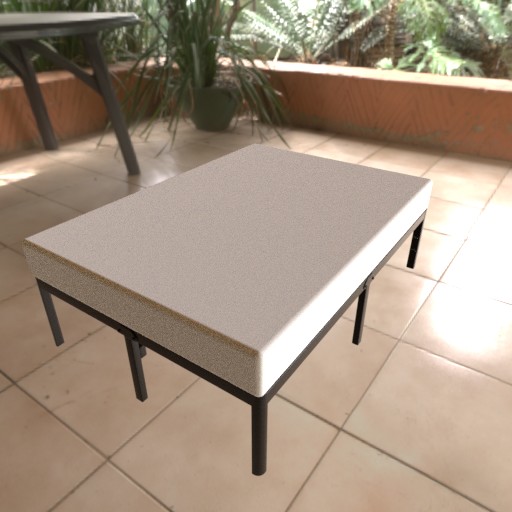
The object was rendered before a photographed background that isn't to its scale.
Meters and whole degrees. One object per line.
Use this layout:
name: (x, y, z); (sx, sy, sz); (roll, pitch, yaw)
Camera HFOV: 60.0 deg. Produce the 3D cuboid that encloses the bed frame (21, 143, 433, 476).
bed frame: (0.000, 0.000, 2.628); (1.408, 0.659, 1.956); (19, 36, 29)
